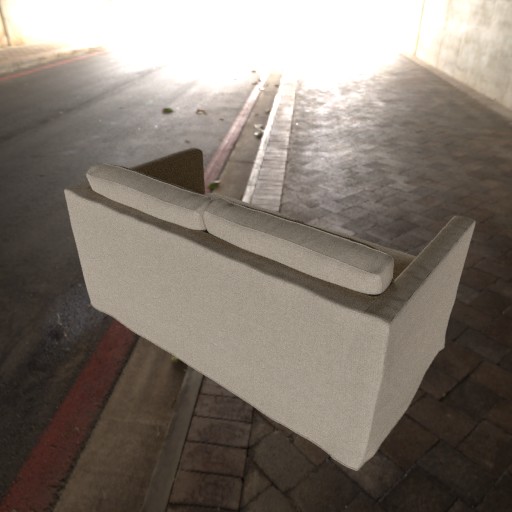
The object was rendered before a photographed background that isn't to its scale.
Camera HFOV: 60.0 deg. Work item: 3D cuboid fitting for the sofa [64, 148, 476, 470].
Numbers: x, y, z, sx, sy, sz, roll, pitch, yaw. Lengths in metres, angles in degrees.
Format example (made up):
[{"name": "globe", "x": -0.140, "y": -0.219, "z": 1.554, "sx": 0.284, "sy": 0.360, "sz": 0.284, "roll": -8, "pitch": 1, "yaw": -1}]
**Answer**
[{"name": "sofa", "x": 0.000, "y": 0.000, "z": 2.216, "sx": 1.766, "sy": 0.828, "sz": 0.956, "roll": 22, "pitch": 37, "yaw": 32}]
